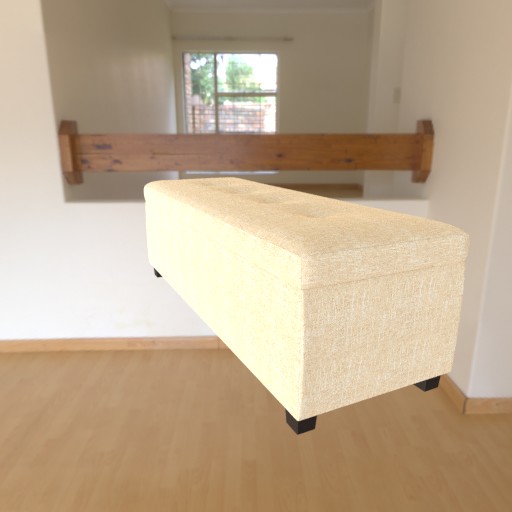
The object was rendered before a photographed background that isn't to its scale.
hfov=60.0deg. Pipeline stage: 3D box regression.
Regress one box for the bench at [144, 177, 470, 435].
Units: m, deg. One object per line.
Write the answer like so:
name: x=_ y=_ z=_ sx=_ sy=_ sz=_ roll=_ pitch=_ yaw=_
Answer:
bench: x=0.000 y=0.000 z=1.417 sx=0.432 sy=0.406 sz=1.219 roll=-8 pitch=17 yaw=-25
